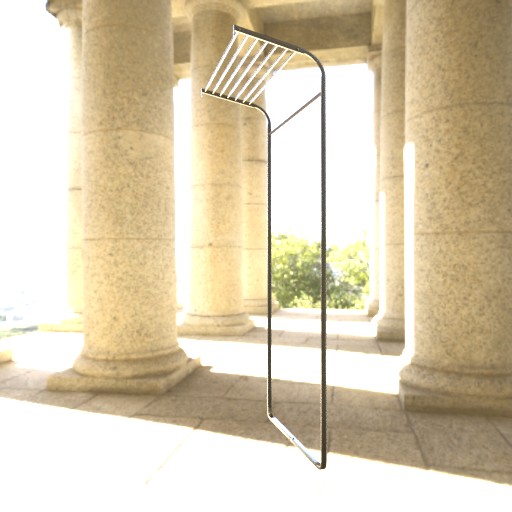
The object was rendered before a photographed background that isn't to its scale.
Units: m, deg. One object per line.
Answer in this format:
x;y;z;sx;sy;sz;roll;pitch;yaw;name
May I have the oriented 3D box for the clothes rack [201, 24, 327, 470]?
0.000;0.000;1.844;0.349;1.574;0.609;0;0;-18;clothes rack
